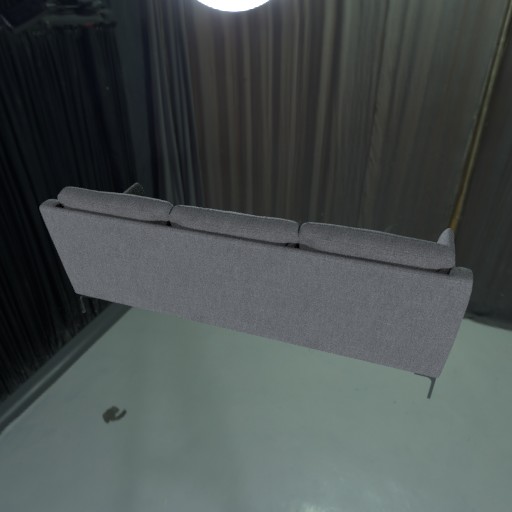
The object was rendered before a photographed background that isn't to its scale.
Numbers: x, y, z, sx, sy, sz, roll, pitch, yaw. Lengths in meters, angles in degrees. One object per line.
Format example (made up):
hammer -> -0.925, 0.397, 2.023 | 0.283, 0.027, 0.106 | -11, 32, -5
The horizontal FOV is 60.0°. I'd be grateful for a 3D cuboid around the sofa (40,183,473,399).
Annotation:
sofa -> 0.000, 0.000, 2.461 | 2.060, 0.837, 0.849 | 10, 33, 16
